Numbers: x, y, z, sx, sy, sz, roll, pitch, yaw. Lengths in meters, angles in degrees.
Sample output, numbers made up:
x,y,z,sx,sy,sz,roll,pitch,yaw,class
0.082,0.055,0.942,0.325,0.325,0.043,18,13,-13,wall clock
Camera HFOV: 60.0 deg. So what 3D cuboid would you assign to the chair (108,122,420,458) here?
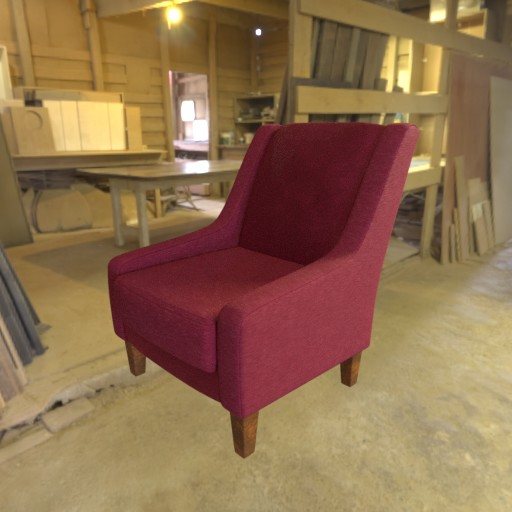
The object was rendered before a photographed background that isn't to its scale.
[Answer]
x,y,z,sx,sy,sz,roll,pitch,yaw,class
0.000,0.000,1.747,0.985,1.017,0.793,-15,22,-42,chair
